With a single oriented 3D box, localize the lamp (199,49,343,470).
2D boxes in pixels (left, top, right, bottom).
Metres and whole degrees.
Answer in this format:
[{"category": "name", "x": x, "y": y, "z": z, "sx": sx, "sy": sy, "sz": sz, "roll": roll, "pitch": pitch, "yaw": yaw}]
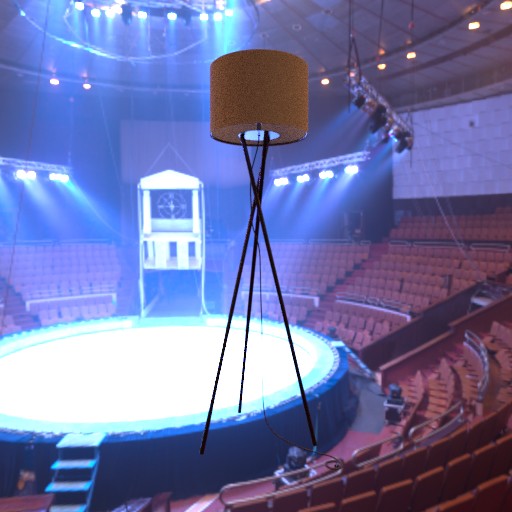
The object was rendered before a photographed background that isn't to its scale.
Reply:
[{"category": "lamp", "x": 0.000, "y": 0.000, "z": 1.919, "sx": 0.522, "sy": 1.624, "sz": 0.667, "roll": -1, "pitch": 2, "yaw": -17}]
